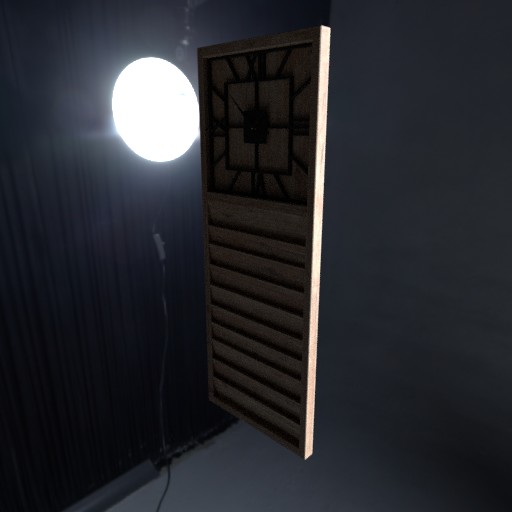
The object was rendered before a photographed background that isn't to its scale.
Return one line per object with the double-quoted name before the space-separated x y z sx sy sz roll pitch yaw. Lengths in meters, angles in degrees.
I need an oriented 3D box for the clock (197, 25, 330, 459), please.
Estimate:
"clock" 0.000 0.000 1.082 0.361 0.965 0.030 15 22 41
